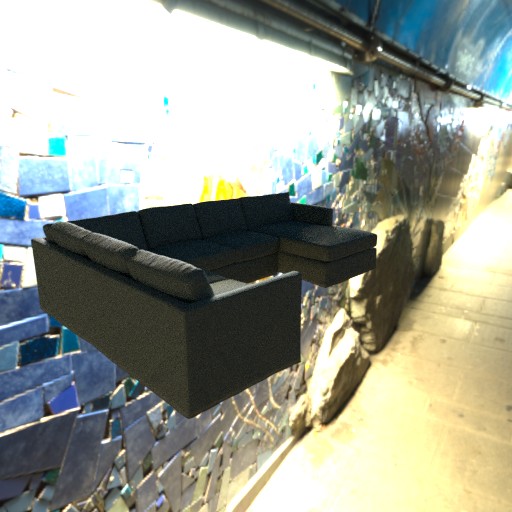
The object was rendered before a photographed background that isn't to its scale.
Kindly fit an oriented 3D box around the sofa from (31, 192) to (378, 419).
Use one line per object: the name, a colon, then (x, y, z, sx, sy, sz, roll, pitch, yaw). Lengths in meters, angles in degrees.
sofa: (0.000, 0.000, 4.467, 3.460, 0.882, 2.427, -15, 21, -42)
